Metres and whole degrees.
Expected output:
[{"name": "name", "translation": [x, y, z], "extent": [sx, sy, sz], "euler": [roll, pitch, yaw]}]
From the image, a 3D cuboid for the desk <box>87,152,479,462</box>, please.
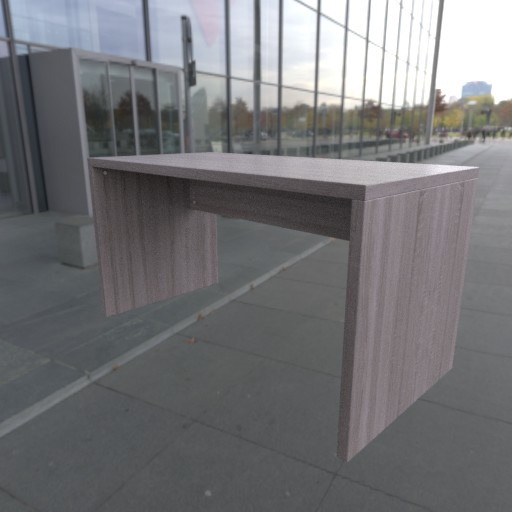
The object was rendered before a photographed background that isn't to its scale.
[{"name": "desk", "translation": [0.000, 0.000, 1.788], "extent": [0.690, 0.745, 1.380], "euler": [-15, 22, -43]}]
